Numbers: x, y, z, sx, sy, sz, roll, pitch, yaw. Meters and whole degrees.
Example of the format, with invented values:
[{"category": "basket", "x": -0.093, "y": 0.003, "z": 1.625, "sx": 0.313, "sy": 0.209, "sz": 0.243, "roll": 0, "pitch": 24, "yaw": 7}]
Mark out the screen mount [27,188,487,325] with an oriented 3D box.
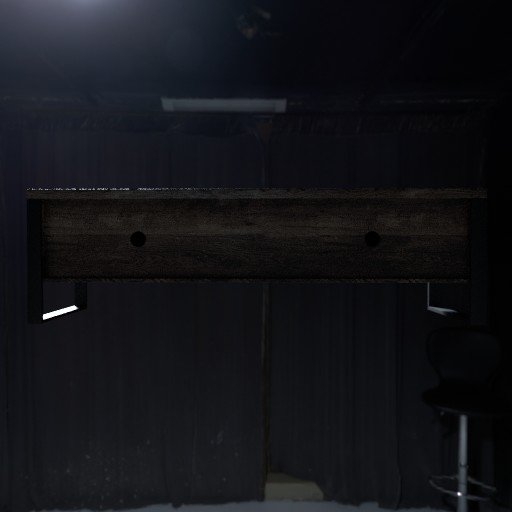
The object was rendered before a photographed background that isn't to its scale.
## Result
[{"category": "screen mount", "x": 0.000, "y": 0.000, "z": 1.667, "sx": 1.524, "sy": 0.450, "sz": 0.395, "roll": 0, "pitch": 1, "yaw": 1}]
